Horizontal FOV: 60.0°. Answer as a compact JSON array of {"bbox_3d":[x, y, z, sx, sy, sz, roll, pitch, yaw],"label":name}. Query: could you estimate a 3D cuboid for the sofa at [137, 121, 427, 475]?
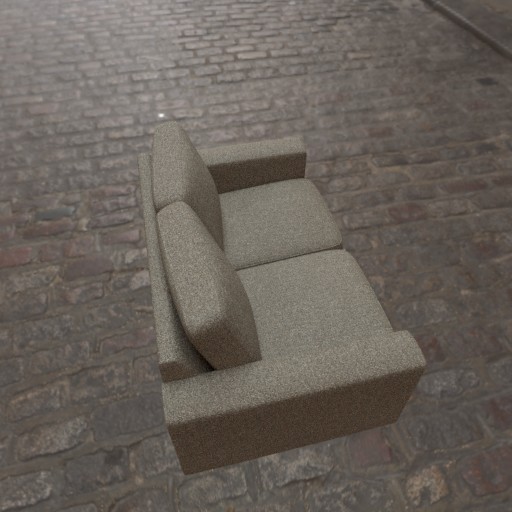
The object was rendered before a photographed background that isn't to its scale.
[{"bbox_3d":[0.000,0.000,2.190,1.016,0.873,1.616,-10,48,-9],"label":"sofa"}]
